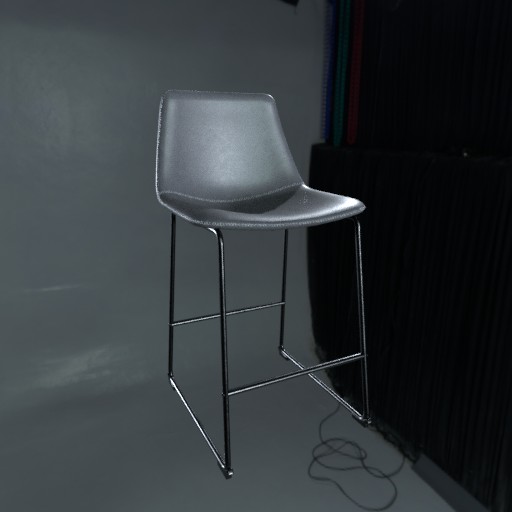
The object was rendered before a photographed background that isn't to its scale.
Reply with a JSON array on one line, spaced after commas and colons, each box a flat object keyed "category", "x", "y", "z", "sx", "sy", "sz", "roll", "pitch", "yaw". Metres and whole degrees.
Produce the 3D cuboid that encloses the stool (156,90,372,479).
[{"category": "stool", "x": 0.000, "y": 0.000, "z": 1.206, "sx": 0.470, "sy": 0.876, "sz": 0.546, "roll": -8, "pitch": 18, "yaw": -26}]
